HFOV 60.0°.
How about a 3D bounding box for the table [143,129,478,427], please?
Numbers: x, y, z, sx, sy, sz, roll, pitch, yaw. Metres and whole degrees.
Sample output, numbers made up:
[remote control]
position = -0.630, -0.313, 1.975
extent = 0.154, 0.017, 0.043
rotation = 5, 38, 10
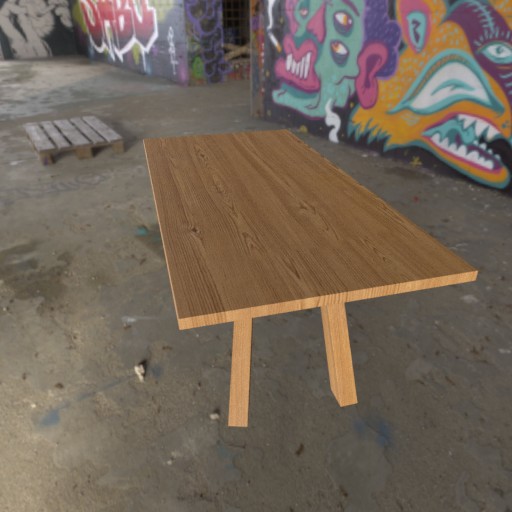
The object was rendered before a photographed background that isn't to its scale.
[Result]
[table]
position = 0.000, 0.000, 2.172
extent = 0.901, 0.750, 1.797
rotation = -8, 31, -13
